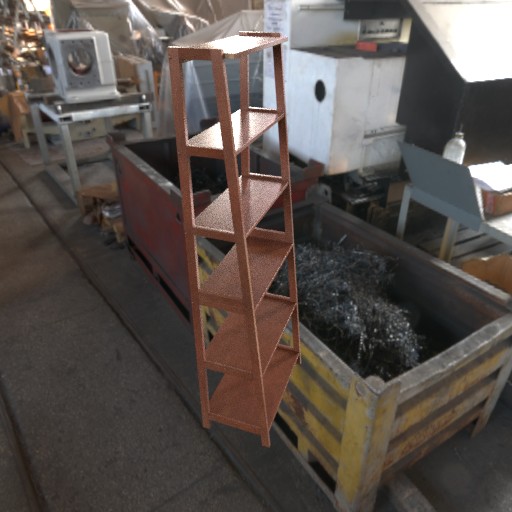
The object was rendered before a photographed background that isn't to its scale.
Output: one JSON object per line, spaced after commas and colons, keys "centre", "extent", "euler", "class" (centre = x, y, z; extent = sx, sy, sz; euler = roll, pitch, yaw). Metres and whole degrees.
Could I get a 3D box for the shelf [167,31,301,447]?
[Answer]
{"centre": [0.000, 0.000, 2.148], "extent": [0.382, 1.892, 0.660], "euler": [10, 33, 17], "class": "shelf"}
